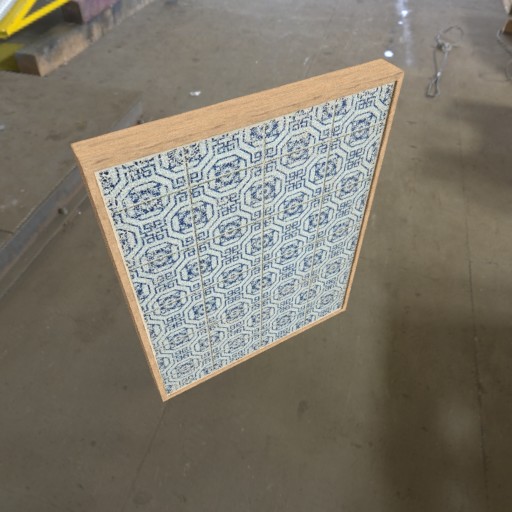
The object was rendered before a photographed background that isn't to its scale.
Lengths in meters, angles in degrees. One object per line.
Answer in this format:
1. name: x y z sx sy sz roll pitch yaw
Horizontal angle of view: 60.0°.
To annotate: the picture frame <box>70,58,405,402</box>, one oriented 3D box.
1. picture frame: 0.000 0.000 0.713 0.421 0.526 0.046 -23 51 -20
